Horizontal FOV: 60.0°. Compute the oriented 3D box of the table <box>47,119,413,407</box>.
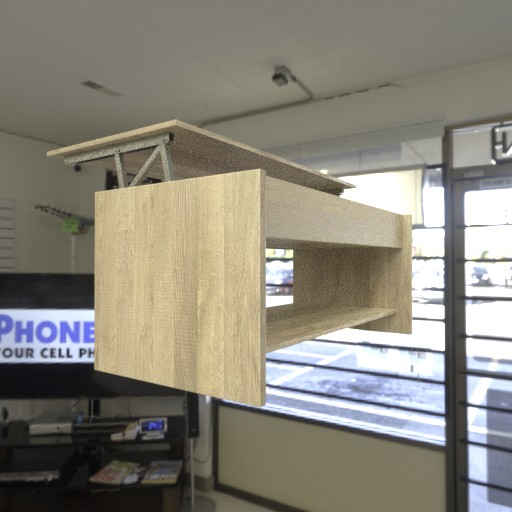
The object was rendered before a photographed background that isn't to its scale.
[{"bbox_3d":[0.000,0.000,1.428,0.712,0.570,1.000,0,-1,35],"label":"table"}]
